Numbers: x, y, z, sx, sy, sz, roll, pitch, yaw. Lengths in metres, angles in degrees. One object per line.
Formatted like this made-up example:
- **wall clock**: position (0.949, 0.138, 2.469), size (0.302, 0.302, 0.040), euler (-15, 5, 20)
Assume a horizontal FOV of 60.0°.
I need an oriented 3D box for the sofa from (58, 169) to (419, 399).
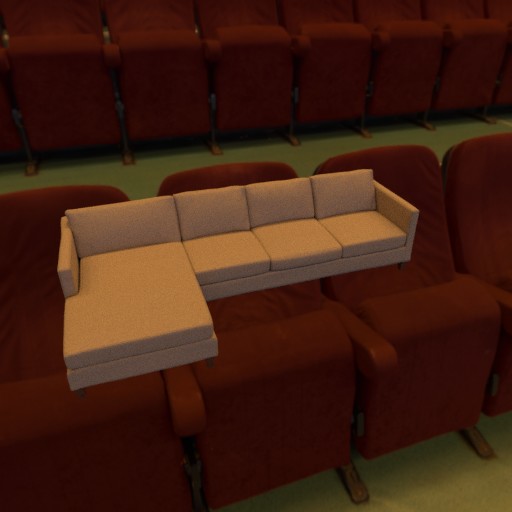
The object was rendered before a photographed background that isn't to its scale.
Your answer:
- **sofa**: position (0.000, 0.000, 3.918), size (3.186, 0.846, 1.625), euler (-10, 33, -16)
